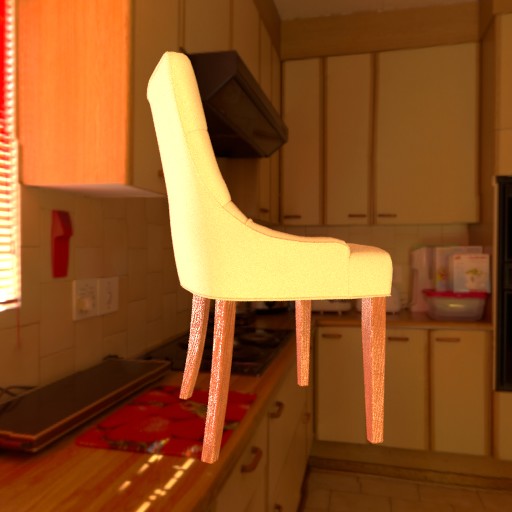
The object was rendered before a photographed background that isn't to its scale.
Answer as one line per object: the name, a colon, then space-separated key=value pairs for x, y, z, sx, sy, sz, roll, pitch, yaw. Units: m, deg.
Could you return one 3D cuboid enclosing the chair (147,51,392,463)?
chair: x=0.000 y=0.000 z=1.195 sx=0.565 sy=0.874 sz=0.509 roll=0 pitch=1 yaw=-16
